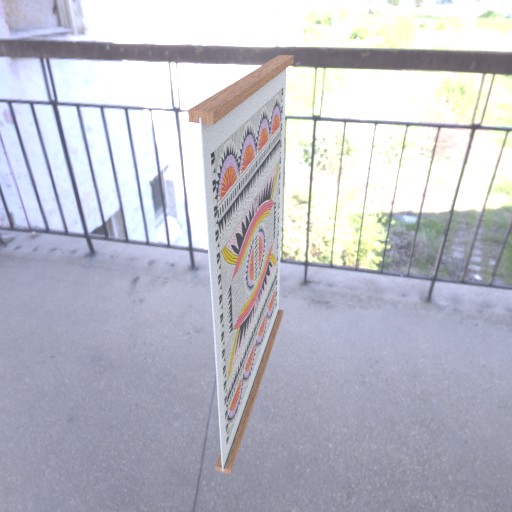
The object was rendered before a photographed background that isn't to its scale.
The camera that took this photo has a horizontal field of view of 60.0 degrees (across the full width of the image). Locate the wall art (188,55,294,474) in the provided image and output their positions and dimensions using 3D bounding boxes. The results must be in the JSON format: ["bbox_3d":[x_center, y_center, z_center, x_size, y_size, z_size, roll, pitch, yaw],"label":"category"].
[{"bbox_3d":[0.000,0.000,0.796,0.028,0.609,0.456,8,32,12],"label":"wall art"}]
